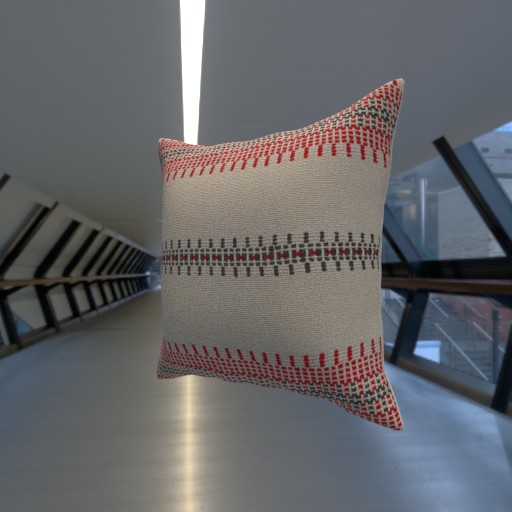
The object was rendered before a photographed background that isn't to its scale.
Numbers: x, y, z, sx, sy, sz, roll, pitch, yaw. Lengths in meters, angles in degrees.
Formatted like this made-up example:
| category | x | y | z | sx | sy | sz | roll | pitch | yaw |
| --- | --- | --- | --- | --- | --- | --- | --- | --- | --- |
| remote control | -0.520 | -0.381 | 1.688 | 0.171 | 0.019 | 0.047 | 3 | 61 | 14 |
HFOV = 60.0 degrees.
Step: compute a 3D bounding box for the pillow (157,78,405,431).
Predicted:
| category | x | y | z | sx | sy | sz | roll | pitch | yaw |
| --- | --- | --- | --- | --- | --- | --- | --- | --- | --- |
| pillow | 0.000 | 0.000 | 0.699 | 0.463 | 0.454 | 0.160 | -1 | -2 | 36 |
